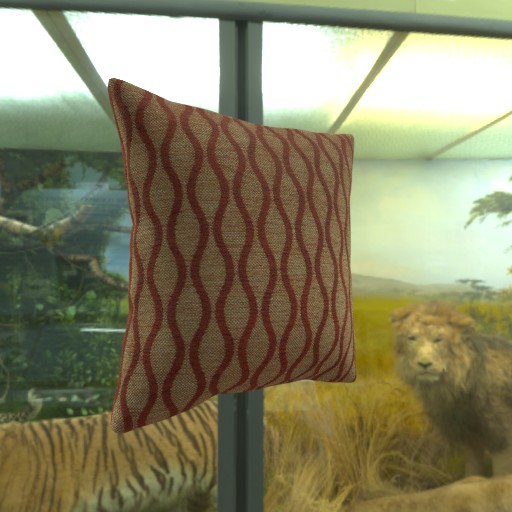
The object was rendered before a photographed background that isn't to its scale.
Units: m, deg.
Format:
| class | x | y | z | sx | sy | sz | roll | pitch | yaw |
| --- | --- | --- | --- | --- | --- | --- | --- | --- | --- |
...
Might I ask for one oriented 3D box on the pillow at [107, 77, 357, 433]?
| class | x | y | z | sx | sy | sz | roll | pitch | yaw |
| --- | --- | --- | --- | --- | --- | --- | --- | --- | --- |
| pillow | 0.000 | 0.000 | 0.649 | 0.429 | 0.434 | 0.159 | 1 | -2 | -36 |
